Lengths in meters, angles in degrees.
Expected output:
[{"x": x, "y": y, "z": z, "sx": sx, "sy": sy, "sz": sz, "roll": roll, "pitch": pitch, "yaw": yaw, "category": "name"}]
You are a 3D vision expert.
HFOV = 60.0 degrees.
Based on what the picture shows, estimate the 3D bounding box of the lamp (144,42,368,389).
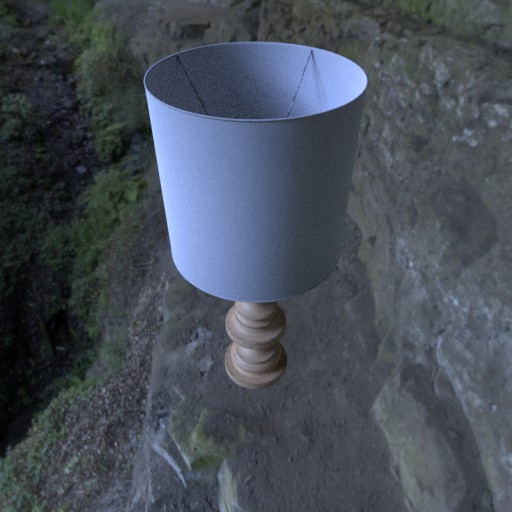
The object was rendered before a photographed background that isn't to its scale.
[{"x": 0.000, "y": 0.000, "z": 0.567, "sx": 0.208, "sy": 0.455, "sz": 0.208, "roll": 11, "pitch": 42, "yaw": 12, "category": "lamp"}]
